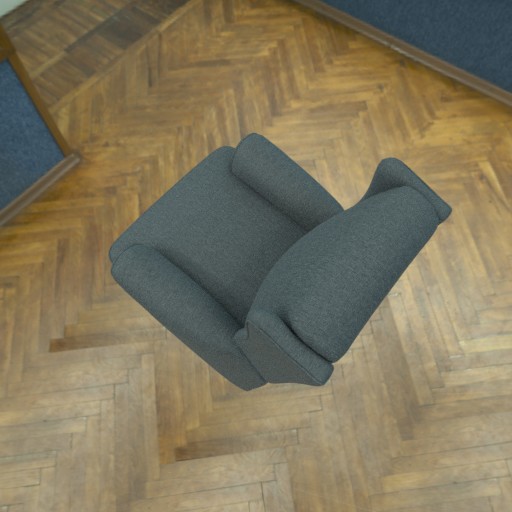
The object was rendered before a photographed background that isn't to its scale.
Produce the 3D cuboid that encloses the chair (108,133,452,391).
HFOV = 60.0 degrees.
[{"bbox_3d":[0.000,0.000,1.699,0.969,1.011,0.847,36,69,17],"label":"chair"}]
